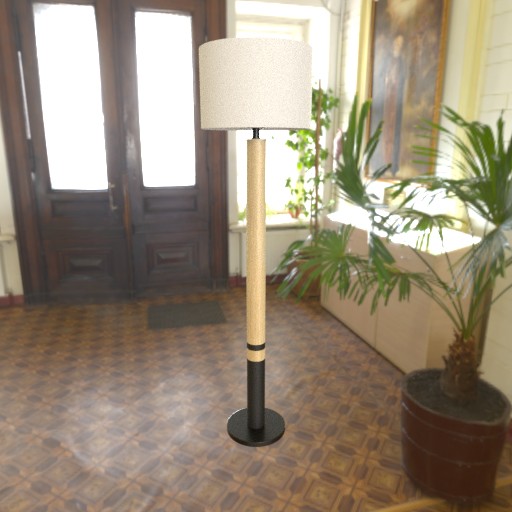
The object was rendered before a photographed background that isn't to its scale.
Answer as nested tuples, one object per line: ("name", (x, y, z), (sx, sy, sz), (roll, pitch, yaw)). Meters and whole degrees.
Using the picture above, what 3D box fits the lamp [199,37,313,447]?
("lamp", (0.000, 0.000, 1.665), (0.381, 1.478, 0.381), (8, 16, 27))
